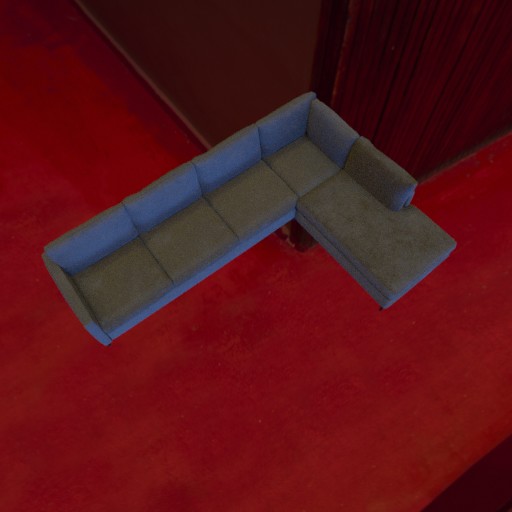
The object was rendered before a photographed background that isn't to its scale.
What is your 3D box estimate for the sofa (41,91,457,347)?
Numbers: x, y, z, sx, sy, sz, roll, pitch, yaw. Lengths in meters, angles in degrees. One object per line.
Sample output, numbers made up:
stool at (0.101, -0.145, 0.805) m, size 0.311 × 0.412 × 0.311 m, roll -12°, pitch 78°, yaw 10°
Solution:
sofa at (0.000, 0.000, 3.221) m, size 2.486 × 0.687 × 1.707 m, roll -35°, pitch 68°, yaw -17°
